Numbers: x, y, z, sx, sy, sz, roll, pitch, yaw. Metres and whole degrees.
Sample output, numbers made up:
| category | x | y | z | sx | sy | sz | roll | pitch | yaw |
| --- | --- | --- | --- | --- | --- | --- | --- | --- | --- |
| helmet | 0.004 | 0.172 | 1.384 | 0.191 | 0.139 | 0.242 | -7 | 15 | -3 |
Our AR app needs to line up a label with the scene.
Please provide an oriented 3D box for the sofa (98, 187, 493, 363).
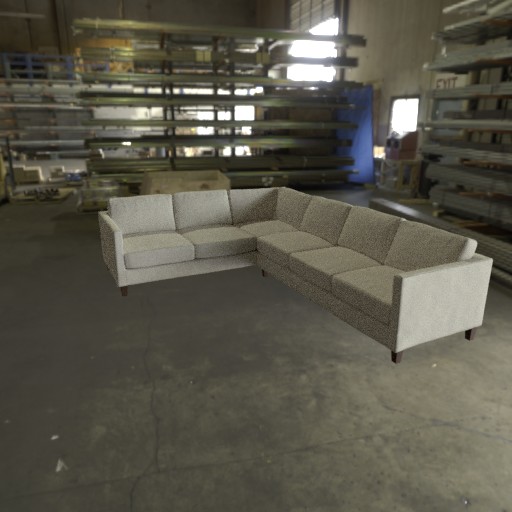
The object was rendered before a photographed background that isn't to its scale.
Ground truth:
| category | x | y | z | sx | sy | sz | roll | pitch | yaw |
| --- | --- | --- | --- | --- | --- | --- | --- | --- | --- |
| sofa | 0.000 | 0.000 | 4.241 | 2.432 | 0.863 | 3.182 | -8 | 19 | -25 |
